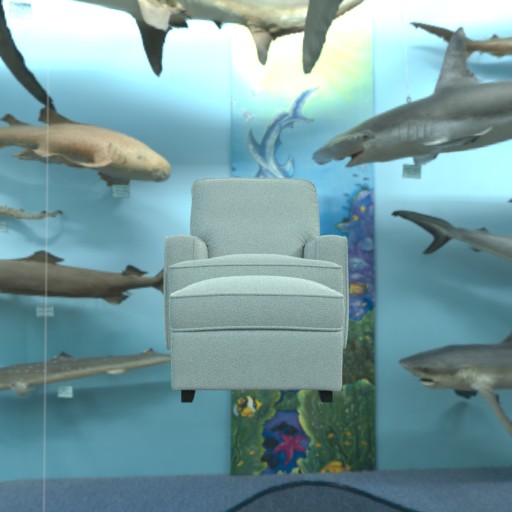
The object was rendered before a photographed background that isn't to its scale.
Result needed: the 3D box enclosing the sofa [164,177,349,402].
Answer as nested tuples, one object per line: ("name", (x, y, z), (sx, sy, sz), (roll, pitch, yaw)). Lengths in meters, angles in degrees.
("sofa", (0.000, 0.000, 2.104), (0.861, 0.959, 1.472), (0, -1, 0))
